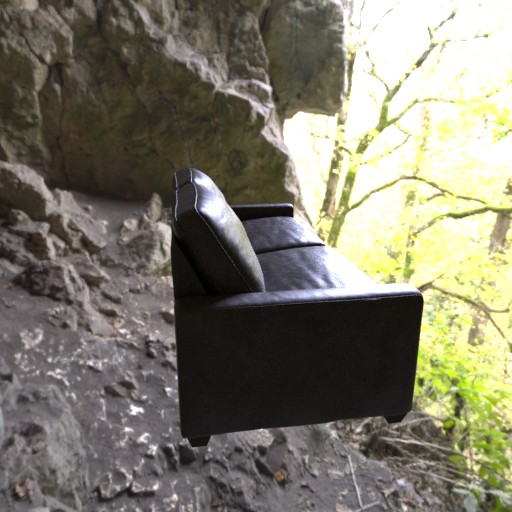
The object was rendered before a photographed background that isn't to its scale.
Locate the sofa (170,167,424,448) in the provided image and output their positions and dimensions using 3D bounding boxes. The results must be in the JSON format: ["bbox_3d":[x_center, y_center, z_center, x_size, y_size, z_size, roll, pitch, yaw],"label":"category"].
[{"bbox_3d":[0.000,0.000,2.584,0.939,0.916,2.081,-3,17,-10],"label":"sofa"}]
